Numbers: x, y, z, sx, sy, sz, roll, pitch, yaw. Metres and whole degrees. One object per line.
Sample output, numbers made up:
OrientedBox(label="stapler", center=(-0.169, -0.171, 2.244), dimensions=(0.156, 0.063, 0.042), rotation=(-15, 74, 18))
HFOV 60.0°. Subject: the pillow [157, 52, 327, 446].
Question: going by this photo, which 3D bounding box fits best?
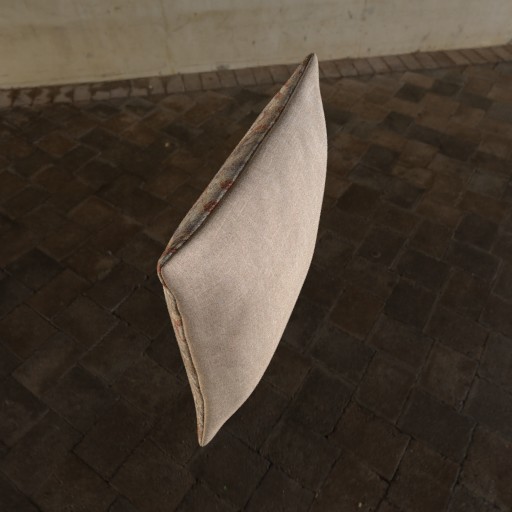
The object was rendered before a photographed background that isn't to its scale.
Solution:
OrientedBox(label="pillow", center=(0.000, 0.000, 0.772), dimensions=(0.166, 0.506, 0.523), rotation=(16, 50, 14))
